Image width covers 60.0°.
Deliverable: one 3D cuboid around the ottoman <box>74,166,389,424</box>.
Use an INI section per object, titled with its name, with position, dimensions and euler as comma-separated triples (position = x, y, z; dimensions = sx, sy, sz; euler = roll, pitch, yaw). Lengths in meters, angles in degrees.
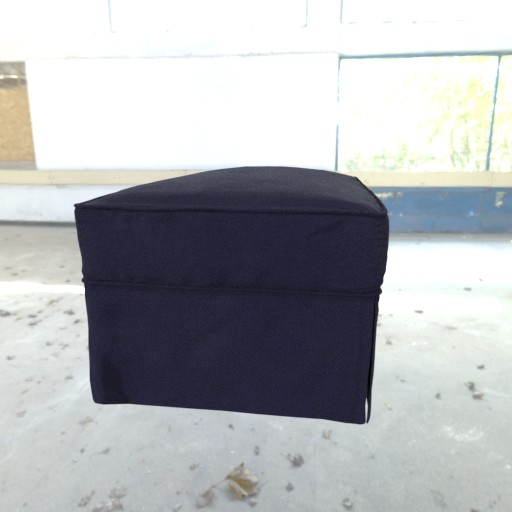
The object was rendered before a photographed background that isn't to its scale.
[ottoman]
position = 0.000, 0.000, 1.298
dimensions = 0.637, 0.503, 0.938
euler = 2, 15, 8
